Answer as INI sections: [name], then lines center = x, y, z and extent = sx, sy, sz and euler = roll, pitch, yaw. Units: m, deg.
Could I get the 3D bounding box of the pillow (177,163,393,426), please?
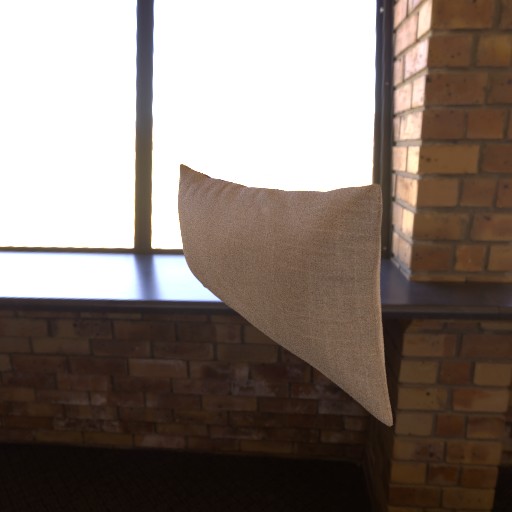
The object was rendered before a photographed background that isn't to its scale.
[pillow]
center = 0.000, 0.000, 0.736
extent = 0.155, 0.282, 0.612
euler = -7, 16, -27
